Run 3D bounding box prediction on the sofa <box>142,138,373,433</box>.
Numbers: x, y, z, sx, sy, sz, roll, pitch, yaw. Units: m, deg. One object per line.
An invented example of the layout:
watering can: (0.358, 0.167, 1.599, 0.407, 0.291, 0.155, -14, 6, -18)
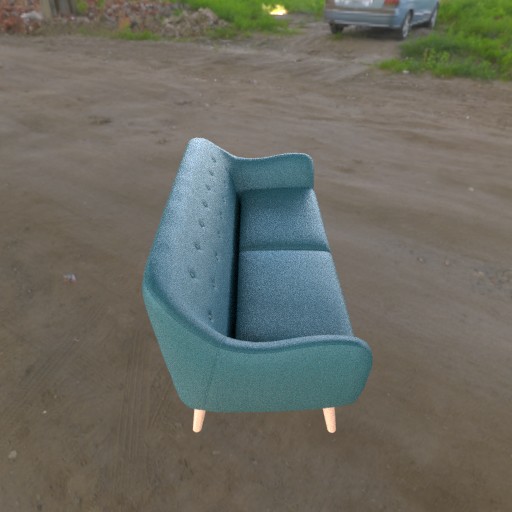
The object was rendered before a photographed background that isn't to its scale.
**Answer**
sofa: (0.000, 0.000, 2.358, 0.820, 0.836, 1.840, 0, 34, 0)
